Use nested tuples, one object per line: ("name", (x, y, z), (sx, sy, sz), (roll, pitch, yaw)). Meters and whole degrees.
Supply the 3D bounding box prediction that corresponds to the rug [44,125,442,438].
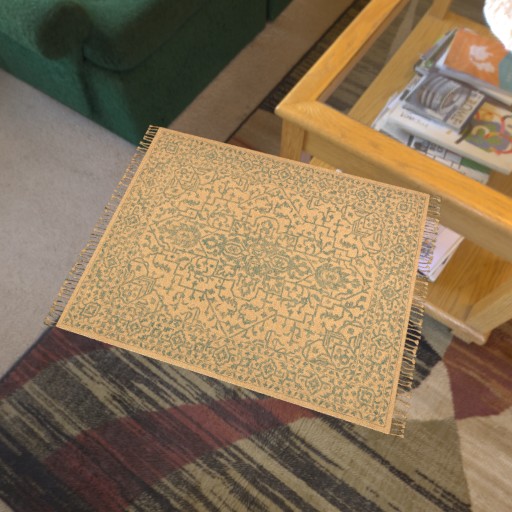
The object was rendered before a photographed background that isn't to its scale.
("rug", (0.000, 0.000, 4.327), (3.327, 0.010, 2.464), (16, 66, 7))
